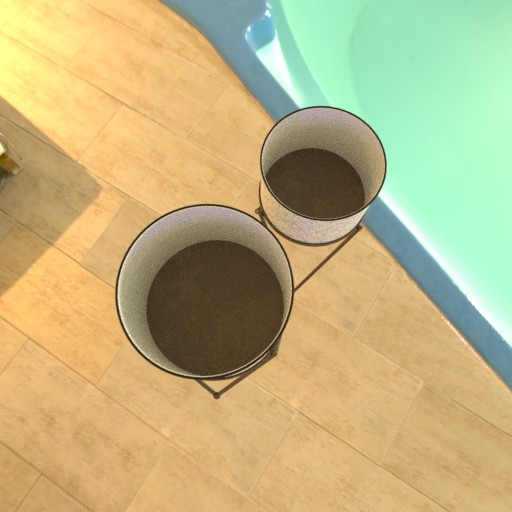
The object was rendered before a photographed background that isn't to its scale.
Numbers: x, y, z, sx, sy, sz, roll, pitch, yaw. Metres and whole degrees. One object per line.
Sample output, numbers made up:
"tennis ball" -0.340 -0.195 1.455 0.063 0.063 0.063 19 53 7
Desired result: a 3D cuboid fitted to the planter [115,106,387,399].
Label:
"planter" 0.000 0.000 1.205 0.413 0.712 0.769 38 78 10
